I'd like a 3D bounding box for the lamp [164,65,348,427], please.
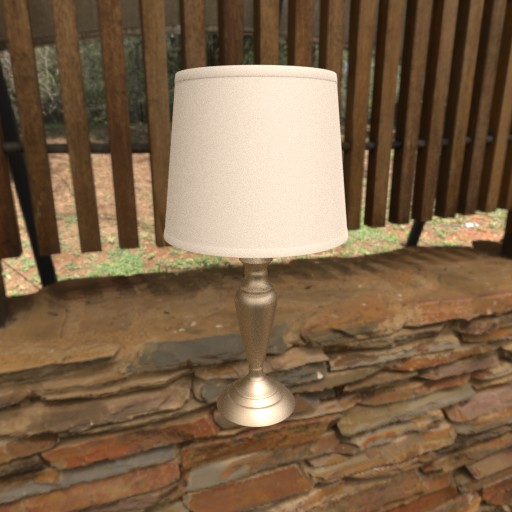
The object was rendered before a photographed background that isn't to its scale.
[{"bbox_3d":[0.000,0.000,0.817,0.328,0.619,0.328,0,16,0],"label":"lamp"}]
